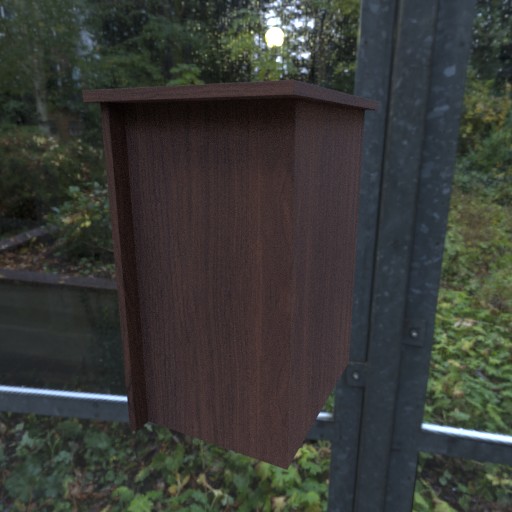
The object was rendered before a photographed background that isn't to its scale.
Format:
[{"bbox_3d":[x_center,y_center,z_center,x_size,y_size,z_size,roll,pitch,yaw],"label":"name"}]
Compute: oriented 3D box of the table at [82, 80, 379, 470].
[{"bbox_3d":[0.000,0.000,1.053,0.406,0.711,0.589,8,18,25],"label":"table"}]
